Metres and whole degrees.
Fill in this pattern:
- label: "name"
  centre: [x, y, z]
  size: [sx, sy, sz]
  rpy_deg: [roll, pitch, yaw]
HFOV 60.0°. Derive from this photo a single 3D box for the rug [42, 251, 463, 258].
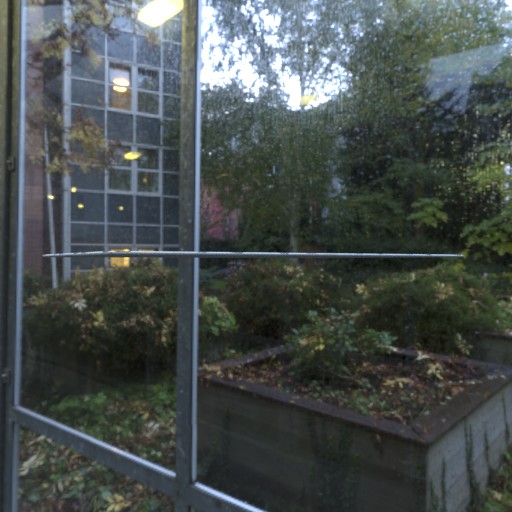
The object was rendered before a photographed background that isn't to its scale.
- label: "rug"
  centre: [0.000, 0.000, 2.950]
  size: [2.365, 0.017, 1.521]
  rpy_deg: [0, -1, -34]
